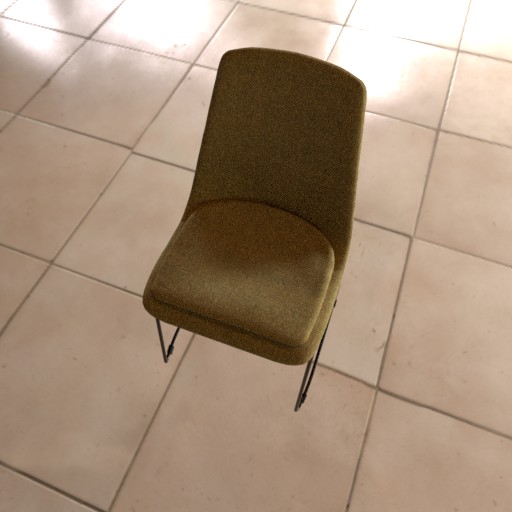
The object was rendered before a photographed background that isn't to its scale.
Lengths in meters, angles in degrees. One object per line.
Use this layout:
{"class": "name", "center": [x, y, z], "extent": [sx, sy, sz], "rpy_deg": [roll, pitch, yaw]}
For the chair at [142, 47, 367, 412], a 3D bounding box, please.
{"class": "chair", "center": [0.000, 0.000, 1.143], "extent": [0.479, 0.849, 0.496], "rpy_deg": [17, 61, 10]}
